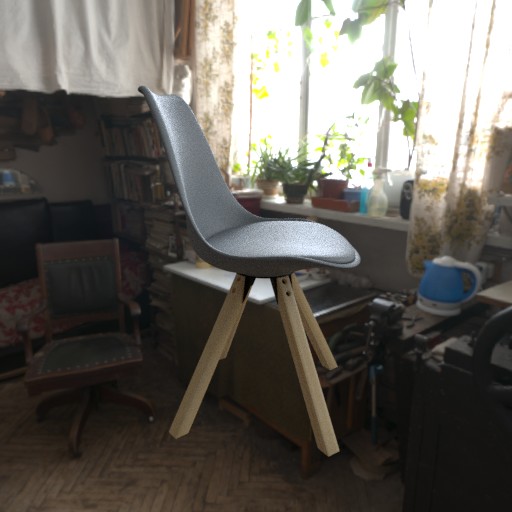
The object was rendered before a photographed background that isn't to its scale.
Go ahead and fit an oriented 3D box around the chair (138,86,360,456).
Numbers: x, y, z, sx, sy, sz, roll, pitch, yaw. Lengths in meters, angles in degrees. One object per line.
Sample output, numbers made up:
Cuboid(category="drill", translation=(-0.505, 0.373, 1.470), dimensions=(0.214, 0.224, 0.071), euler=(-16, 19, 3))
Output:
Cuboid(category="chair", translation=(0.000, 0.000, 1.199), dimensions=(0.549, 0.850, 0.485), euler=(2, 15, 9))
